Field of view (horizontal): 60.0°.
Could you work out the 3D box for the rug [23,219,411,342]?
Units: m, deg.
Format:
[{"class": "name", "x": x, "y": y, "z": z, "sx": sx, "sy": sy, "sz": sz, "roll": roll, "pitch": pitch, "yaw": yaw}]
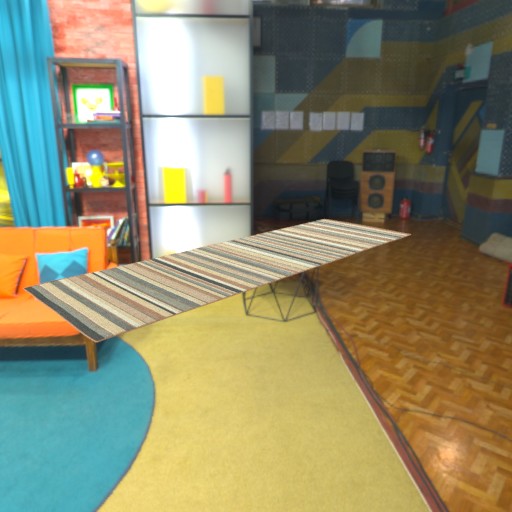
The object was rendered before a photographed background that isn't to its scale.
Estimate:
[{"class": "rug", "x": 0.000, "y": 0.000, "z": 2.725, "sx": 2.444, "sy": 0.010, "sz": 0.799, "roll": -15, "pitch": 22, "yaw": -42}]
